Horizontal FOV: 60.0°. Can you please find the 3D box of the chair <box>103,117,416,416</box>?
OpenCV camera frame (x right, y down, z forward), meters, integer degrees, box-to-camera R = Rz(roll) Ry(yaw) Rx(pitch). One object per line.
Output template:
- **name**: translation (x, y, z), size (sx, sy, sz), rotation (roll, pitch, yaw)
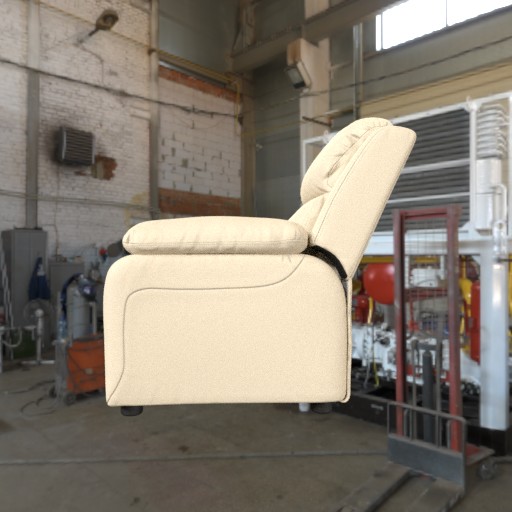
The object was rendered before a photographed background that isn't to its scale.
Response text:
- **chair**: translation (0.000, 0.000, 1.248), size (0.709, 0.702, 0.680), rotation (0, 0, -1)
